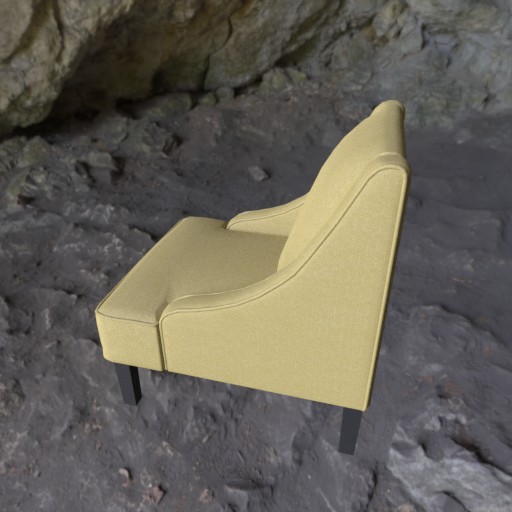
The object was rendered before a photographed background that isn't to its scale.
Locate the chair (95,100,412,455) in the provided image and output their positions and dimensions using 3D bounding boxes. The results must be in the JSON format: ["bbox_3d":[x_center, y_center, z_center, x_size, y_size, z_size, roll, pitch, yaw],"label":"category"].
[{"bbox_3d":[0.000,0.000,1.446,0.814,0.896,0.696,8,31,13],"label":"chair"}]
